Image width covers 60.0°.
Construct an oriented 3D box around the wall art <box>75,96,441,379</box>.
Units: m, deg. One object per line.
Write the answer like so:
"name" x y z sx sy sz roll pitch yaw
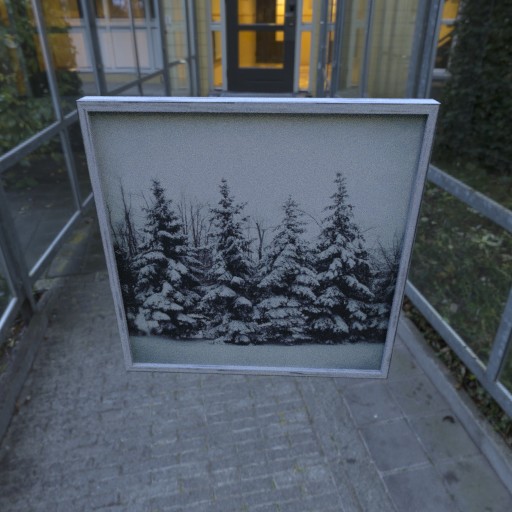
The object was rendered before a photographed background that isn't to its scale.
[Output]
"wall art" 0.000 0.000 0.751 0.506 0.506 0.038 1 29 2
